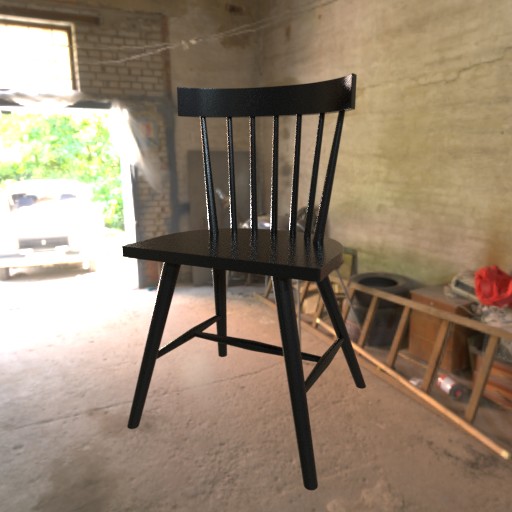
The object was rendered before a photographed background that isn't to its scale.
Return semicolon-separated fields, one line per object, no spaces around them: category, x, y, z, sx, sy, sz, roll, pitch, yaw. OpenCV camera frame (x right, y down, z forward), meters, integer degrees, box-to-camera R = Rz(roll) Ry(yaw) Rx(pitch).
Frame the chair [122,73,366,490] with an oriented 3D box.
chair;0.000;0.000;1.132;0.506;0.844;0.483;6;14;25
